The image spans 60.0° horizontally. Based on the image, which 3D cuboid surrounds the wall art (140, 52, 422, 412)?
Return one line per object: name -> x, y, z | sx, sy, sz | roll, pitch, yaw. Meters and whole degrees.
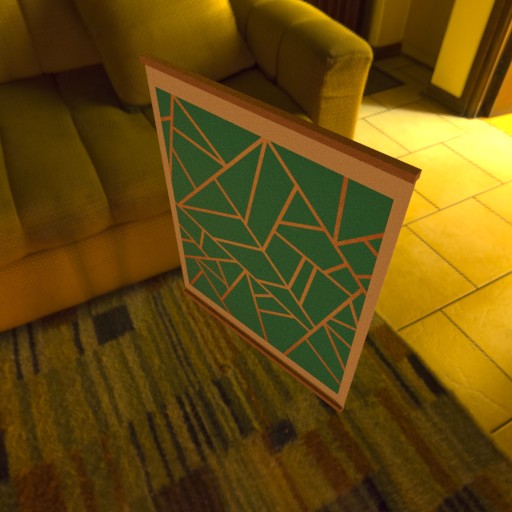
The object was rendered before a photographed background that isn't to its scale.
wall art -> 0.000, 0.000, 0.689 | 0.405, 0.508, 0.012 | 33, 55, 27
